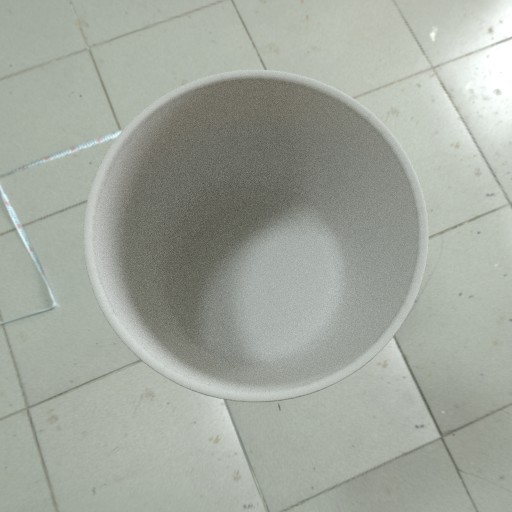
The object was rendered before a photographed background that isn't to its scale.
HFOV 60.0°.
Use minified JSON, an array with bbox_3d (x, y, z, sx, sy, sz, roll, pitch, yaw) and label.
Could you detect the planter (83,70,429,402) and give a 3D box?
[{"bbox_3d":[0.000,0.000,0.758,0.440,0.398,0.440,0,77,0],"label":"planter"}]
